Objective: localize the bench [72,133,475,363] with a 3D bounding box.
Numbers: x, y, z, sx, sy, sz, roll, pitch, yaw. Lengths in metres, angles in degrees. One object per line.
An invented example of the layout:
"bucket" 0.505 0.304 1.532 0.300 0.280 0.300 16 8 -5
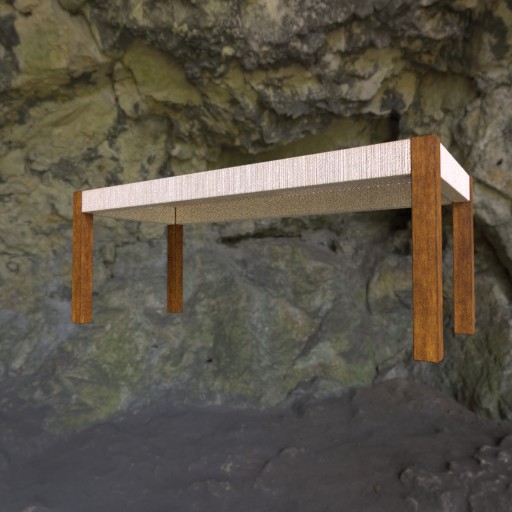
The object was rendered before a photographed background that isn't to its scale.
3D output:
"bench" 0.000 0.000 1.422 1.198 0.457 0.507 -1 -2 34
